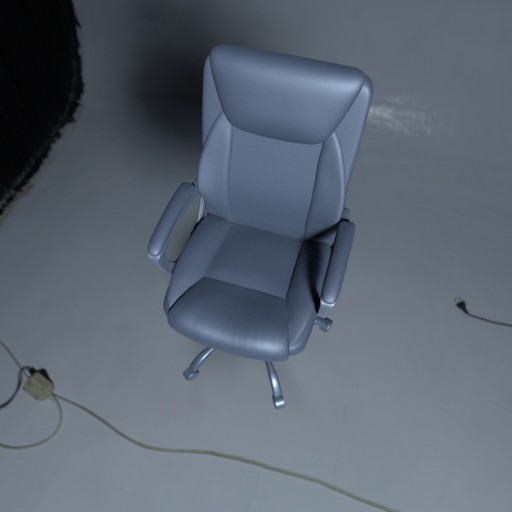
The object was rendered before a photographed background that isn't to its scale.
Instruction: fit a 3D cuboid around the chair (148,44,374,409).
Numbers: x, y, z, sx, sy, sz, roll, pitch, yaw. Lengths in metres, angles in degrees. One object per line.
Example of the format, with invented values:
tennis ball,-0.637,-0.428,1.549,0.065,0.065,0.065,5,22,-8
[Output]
chair,0.000,0.000,1.444,0.615,1.072,0.655,15,57,10
